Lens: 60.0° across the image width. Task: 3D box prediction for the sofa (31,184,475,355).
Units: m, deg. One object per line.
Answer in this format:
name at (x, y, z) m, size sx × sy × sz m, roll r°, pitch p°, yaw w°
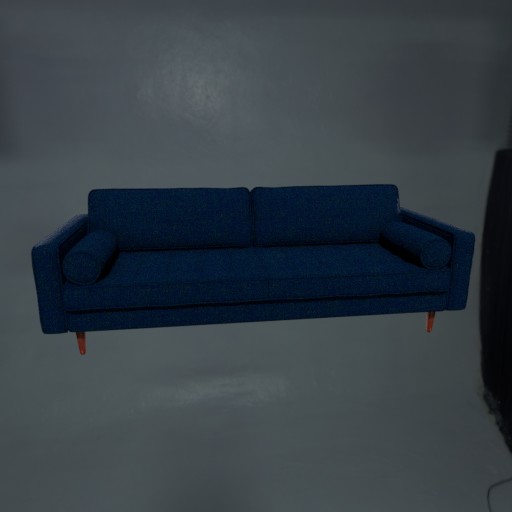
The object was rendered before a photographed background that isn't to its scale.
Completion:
sofa at (0.000, 0.000, 2.621) m, size 2.210 × 0.762 × 0.914 m, roll -2°, pitch 16°, yaw -8°
